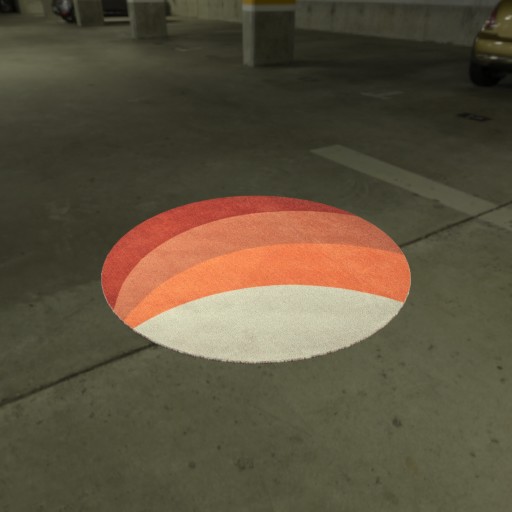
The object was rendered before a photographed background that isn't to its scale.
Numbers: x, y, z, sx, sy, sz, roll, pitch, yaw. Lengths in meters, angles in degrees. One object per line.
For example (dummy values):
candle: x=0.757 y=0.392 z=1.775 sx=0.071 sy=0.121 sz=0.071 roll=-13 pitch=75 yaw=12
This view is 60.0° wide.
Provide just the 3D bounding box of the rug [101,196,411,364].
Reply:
rug: x=0.000 y=0.000 z=2.262 sx=1.514 sy=0.015 sz=1.514 roll=0 pitch=31 yaw=0
